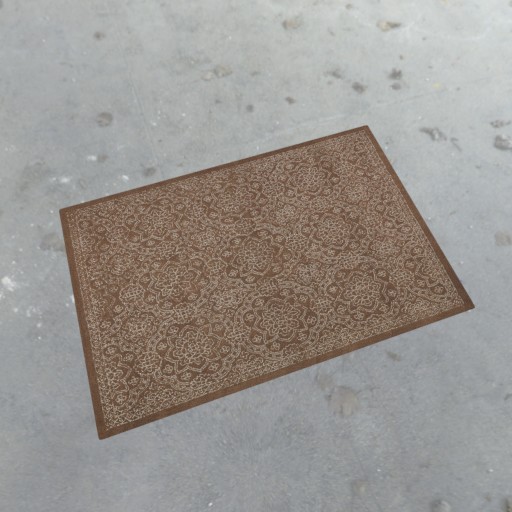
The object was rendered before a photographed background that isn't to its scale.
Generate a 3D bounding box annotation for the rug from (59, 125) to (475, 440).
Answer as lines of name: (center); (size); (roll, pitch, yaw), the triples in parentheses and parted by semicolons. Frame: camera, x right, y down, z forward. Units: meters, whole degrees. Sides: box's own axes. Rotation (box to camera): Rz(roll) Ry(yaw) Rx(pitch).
rug: (0.000, 0.000, 2.266); (1.829, 0.010, 1.219); (-17, 65, -8)
